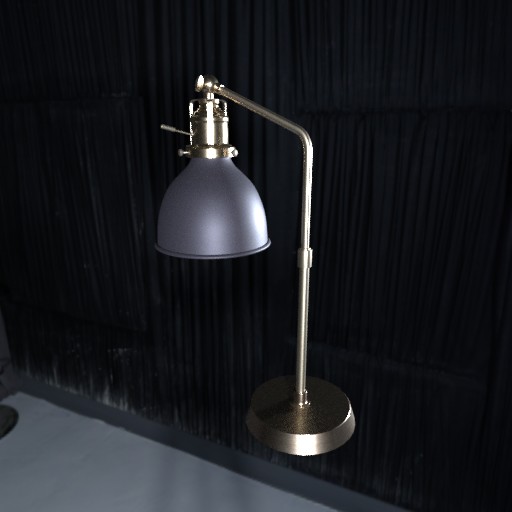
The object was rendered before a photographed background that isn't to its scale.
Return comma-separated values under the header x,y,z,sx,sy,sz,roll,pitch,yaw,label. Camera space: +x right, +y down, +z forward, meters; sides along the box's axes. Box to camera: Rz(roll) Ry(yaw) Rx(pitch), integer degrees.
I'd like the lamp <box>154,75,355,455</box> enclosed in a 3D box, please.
x,y,z,sx,sy,sz,roll,pitch,yaw,label
0.000,0.000,0.593,0.291,0.456,0.160,8,18,24,lamp
